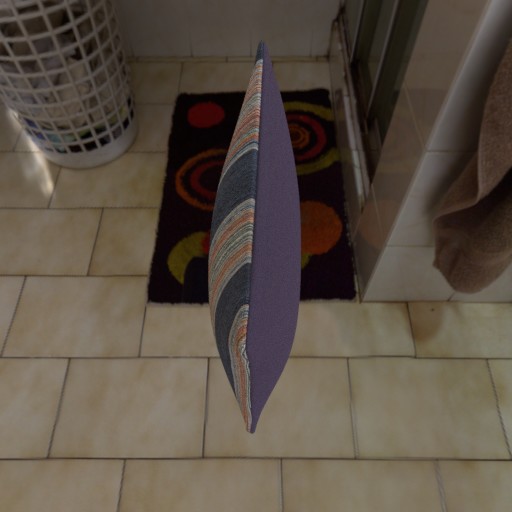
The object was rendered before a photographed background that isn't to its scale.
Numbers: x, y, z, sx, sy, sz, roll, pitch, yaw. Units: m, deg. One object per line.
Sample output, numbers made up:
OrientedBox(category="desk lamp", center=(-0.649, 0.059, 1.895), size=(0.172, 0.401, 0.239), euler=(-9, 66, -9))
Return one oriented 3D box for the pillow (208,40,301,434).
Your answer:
OrientedBox(category="pillow", center=(0.000, 0.000, 0.660), size=(0.136, 0.419, 0.437), euler=(2, 59, 1))
